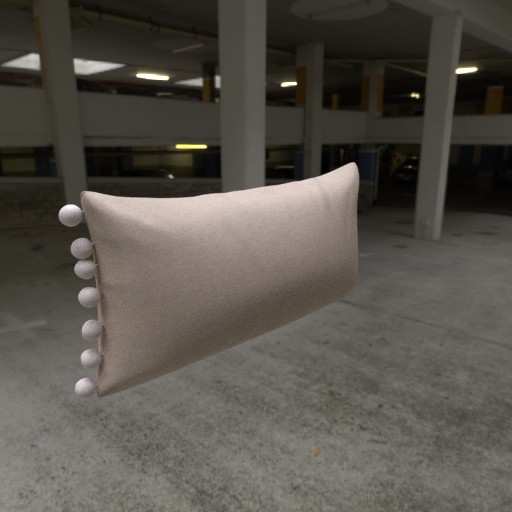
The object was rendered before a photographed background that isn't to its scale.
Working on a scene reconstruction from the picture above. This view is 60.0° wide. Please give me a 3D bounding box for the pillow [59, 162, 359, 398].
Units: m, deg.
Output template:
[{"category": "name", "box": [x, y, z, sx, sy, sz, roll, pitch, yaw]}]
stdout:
[{"category": "pillow", "box": [0.000, 0.000, 0.835, 0.201, 0.322, 0.709, 14, 20, 43]}]
